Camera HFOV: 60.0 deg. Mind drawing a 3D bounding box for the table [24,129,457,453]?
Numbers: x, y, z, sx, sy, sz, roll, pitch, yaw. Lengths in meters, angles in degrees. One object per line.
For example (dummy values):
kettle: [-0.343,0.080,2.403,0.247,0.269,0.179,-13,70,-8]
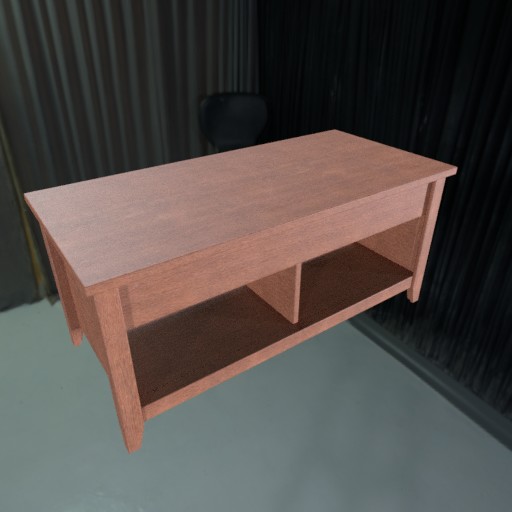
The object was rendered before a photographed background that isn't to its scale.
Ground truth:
table: [0.000,0.000,1.253,1.016,0.457,0.483,-20,36,-30]
